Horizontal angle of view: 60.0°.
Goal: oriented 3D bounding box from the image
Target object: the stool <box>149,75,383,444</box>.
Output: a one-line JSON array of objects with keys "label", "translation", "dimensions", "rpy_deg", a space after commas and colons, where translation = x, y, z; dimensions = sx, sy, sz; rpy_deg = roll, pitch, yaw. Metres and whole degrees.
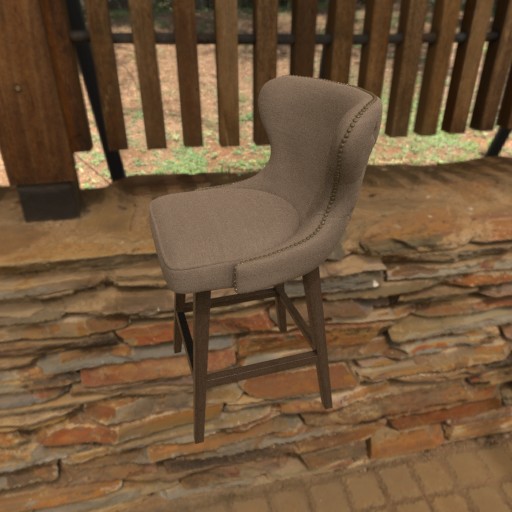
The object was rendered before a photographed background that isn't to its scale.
[{"label": "stool", "translation": [0.000, 0.000, 1.363], "dimensions": [0.597, 0.972, 0.615], "rpy_deg": [-9, 30, -15]}]
